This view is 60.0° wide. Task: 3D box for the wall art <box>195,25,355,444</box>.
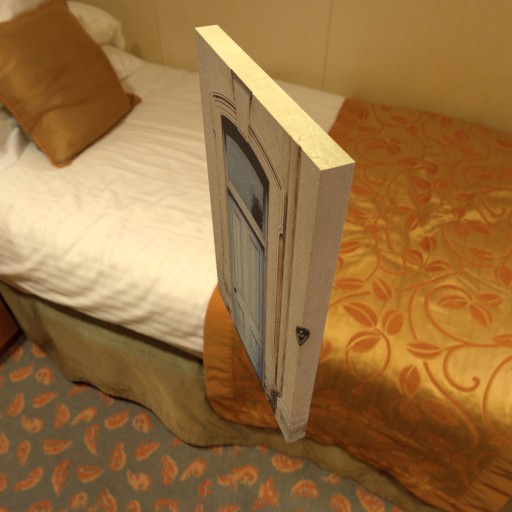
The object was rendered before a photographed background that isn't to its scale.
[{"bbox_3d":[0.000,0.000,0.752,0.036,0.607,0.403,-16,47,-15],"label":"wall art"}]
